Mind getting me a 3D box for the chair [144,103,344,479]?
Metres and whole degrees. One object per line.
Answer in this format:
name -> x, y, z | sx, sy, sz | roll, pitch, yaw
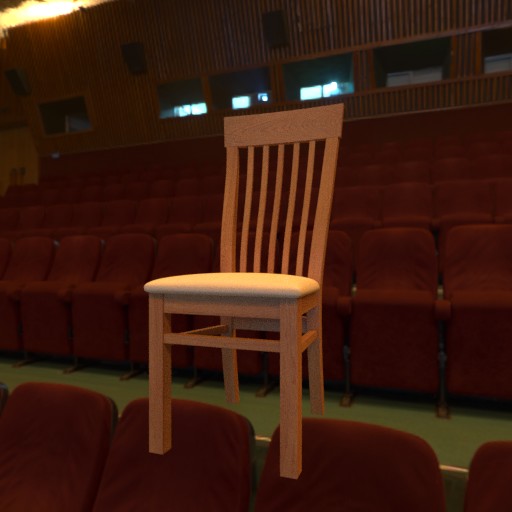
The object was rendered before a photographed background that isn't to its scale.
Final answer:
chair -> 0.000, 0.000, 1.367 | 0.450, 1.050, 0.580 | 0, 0, 21
